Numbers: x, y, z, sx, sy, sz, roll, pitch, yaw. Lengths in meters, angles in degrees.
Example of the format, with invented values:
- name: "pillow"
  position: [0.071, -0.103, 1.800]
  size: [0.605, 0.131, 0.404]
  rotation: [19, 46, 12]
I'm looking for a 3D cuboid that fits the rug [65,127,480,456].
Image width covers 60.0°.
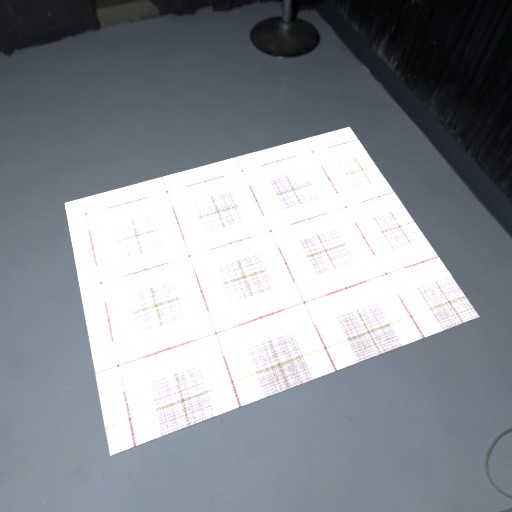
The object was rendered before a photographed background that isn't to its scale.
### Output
- name: "rug"
  position: [0.000, 0.000, 3.850]
  size: [2.959, 0.016, 2.317]
  rotation: [-17, 60, -10]
